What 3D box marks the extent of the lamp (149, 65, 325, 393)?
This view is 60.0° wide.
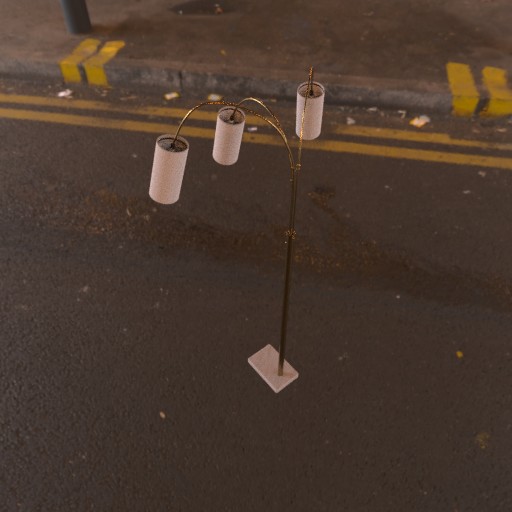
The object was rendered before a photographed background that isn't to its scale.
[{"bbox_3d":[0.000,0.000,2.549,1.020,2.055,0.667,-30,52,-26],"label":"lamp"}]
